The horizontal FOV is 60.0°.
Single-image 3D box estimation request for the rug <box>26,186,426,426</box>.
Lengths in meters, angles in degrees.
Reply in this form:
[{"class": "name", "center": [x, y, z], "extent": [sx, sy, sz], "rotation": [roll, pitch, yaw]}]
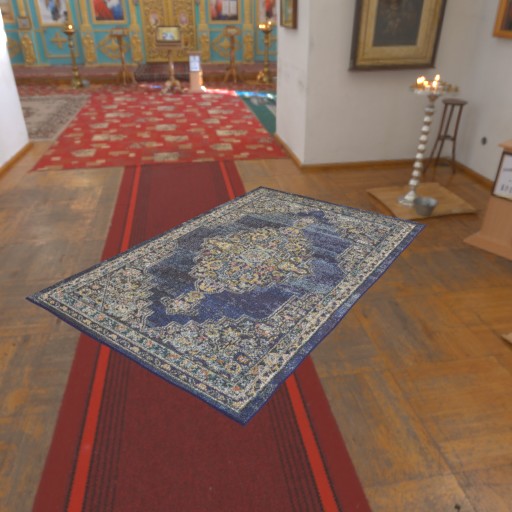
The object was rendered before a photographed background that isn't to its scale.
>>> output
[{"class": "rug", "center": [0.000, 0.000, 2.244], "extent": [1.184, 0.012, 1.781], "rotation": [19, 33, 31]}]
